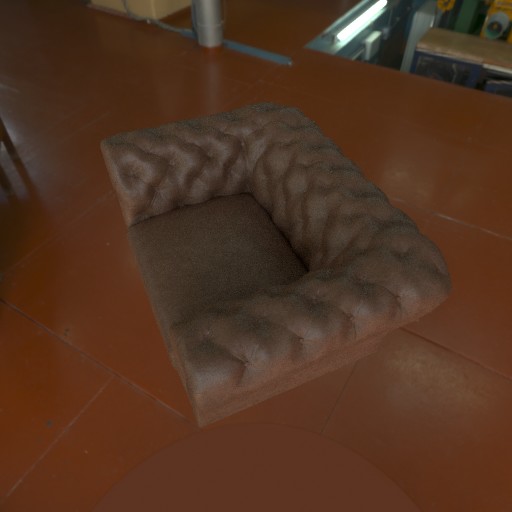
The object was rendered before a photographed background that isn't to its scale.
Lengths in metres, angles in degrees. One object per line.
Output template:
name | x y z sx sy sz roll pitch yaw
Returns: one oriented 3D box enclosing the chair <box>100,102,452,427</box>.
chair | 0.000 0.000 1.888 0.954 0.784 1.298 -18 50 -16
